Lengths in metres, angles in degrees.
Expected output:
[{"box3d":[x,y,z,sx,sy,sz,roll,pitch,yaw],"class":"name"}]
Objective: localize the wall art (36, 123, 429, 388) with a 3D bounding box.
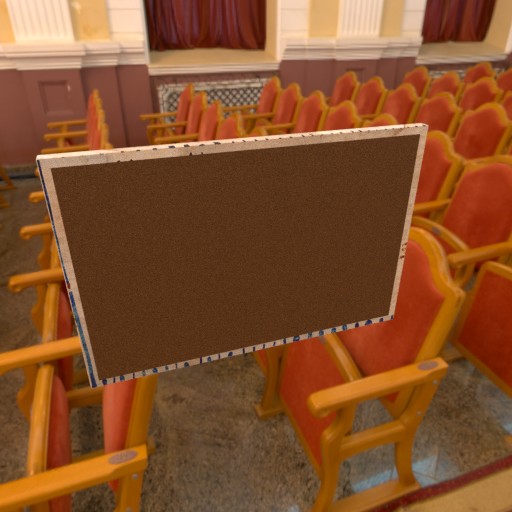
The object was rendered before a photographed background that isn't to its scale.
[{"box3d":[0.000,0.000,1.154,0.919,0.609,0.030,-9,30,-17],"class":"wall art"}]
